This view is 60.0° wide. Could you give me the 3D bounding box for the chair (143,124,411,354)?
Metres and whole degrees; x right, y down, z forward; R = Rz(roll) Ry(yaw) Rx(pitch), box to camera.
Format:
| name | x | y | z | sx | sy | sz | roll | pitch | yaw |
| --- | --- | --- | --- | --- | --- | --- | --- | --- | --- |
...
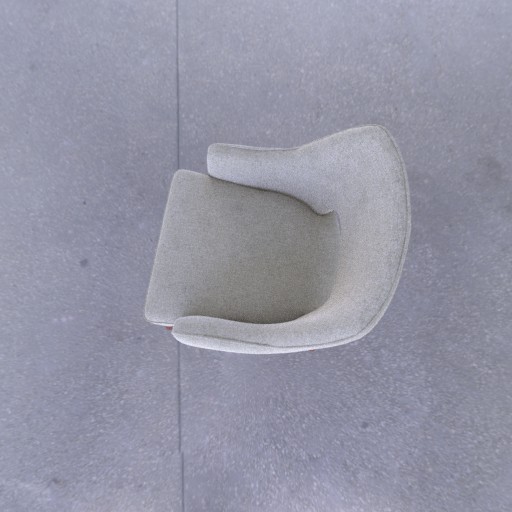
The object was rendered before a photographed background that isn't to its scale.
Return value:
| name | x | y | z | sx | sy | sz | roll | pitch | yaw |
| --- | --- | --- | --- | --- | --- | --- | --- | --- | --- |
| chair | 0.000 | 0.000 | 1.250 | 0.605 | 0.849 | 0.548 | 9 | 77 | 2 |
